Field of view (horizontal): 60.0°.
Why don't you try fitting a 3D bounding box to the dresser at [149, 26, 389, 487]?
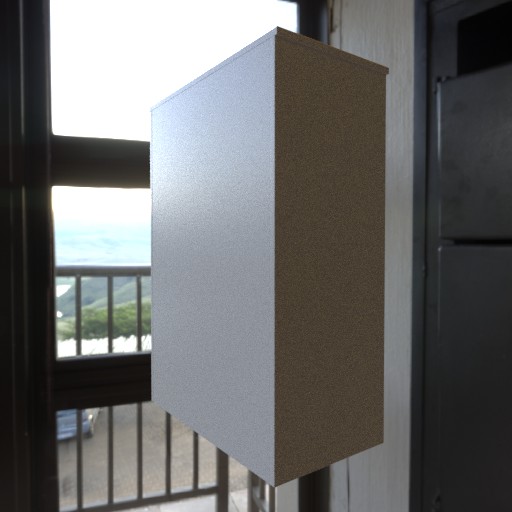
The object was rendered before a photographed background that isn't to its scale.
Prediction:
[{"bbox_3d":[0.000,0.000,1.378,0.401,1.021,0.704,-1,2,-36],"label":"dresser"}]
